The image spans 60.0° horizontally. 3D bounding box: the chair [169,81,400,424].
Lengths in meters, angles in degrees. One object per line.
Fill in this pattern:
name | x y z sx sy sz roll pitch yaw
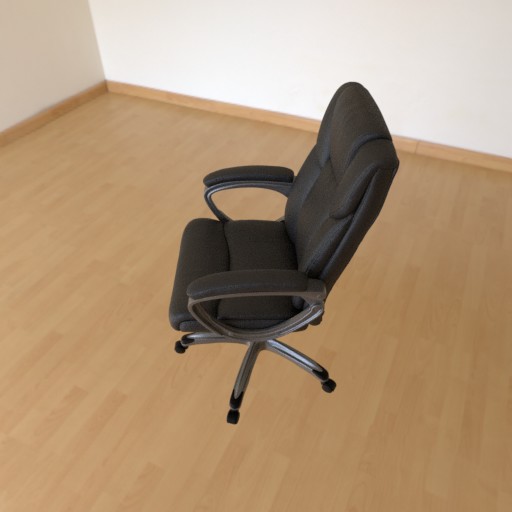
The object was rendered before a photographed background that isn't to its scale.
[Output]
chair | 0.000 0.000 1.598 0.719 1.130 0.721 1 42 1
